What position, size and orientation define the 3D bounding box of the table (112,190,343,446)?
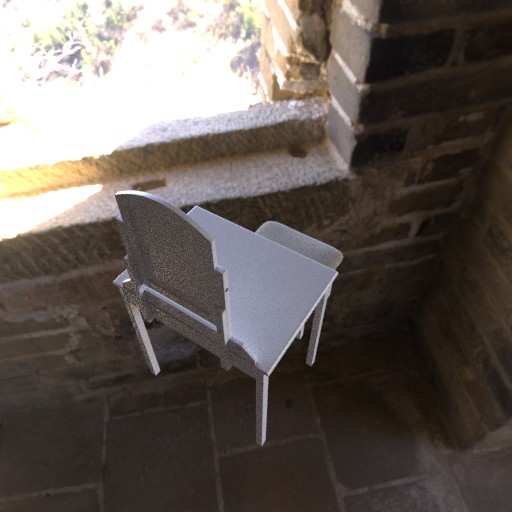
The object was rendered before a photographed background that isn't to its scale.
[{"bbox_3d":[0.000,0.000,2.343,0.876,1.631,1.211,26,54,21],"label":"table"}]
